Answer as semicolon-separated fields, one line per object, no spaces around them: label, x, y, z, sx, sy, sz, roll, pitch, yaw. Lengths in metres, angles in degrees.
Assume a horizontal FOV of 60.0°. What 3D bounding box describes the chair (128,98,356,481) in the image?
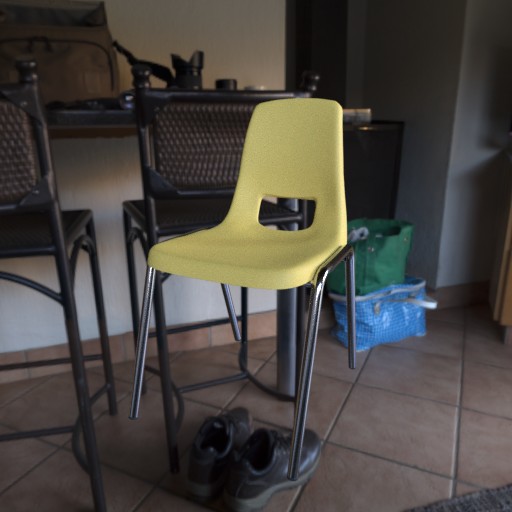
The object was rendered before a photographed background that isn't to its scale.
chair;0.000;0.000;0.936;0.381;0.653;0.436;8;18;27
